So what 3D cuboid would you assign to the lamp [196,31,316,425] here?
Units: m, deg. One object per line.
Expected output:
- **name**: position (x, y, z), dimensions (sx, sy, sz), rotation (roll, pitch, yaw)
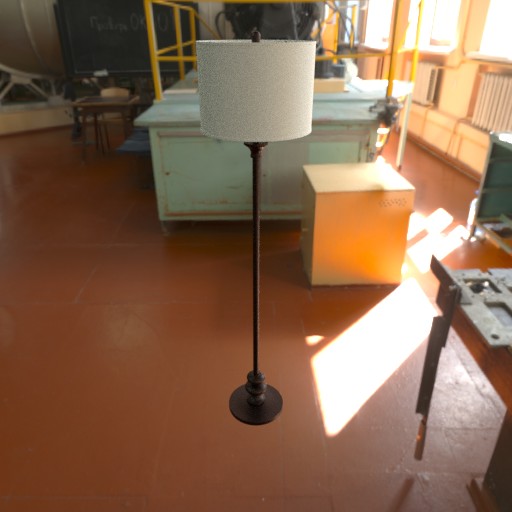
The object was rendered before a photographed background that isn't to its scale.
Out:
- **lamp**: position (0.000, 0.000, 1.642), dimensions (0.356, 1.487, 0.356), rotation (17, 32, 30)
